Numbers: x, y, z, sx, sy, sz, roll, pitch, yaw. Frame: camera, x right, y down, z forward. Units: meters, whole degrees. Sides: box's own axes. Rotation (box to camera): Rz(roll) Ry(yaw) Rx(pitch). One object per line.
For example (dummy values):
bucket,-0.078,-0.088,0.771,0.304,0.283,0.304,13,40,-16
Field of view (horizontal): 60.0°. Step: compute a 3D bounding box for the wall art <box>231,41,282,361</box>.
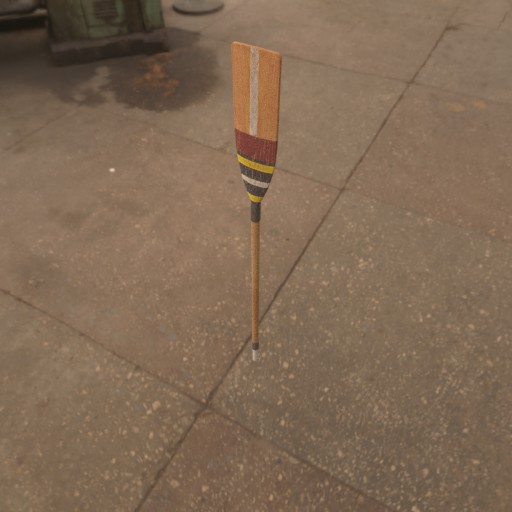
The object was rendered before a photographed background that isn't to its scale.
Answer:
wall art,0.000,0.000,1.693,0.146,1.556,0.038,24,51,20
